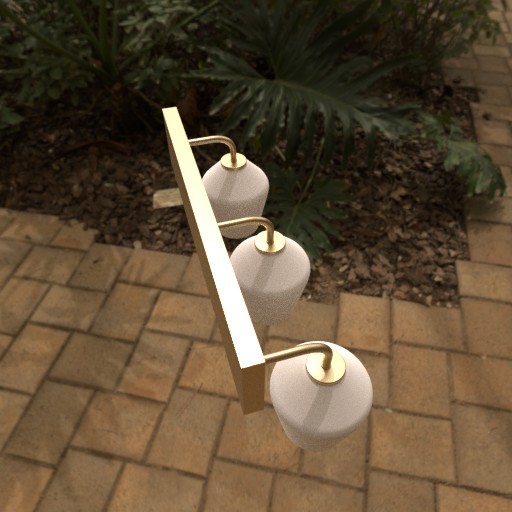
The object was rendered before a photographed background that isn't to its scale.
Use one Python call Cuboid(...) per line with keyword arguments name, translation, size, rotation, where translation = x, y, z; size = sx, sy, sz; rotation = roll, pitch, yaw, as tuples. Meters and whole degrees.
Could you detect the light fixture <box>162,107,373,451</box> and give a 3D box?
Cuboid(name="light fixture", translation=(0.000, 0.000, 0.738), size=(0.190, 0.280, 0.609), rotation=(-12, 48, -11))
